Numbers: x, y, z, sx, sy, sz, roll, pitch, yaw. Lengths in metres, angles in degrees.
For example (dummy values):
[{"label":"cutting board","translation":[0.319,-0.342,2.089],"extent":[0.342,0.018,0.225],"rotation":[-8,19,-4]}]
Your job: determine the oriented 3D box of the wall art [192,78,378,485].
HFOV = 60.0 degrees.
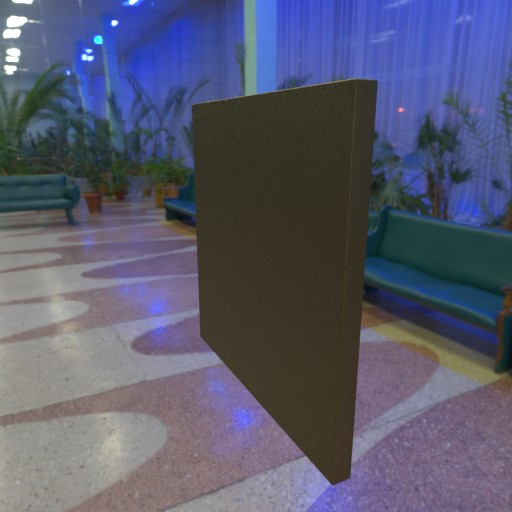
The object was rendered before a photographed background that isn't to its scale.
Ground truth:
[{"label":"wall art","translation":[0.000,0.000,0.742],"extent":[0.031,0.506,0.503],"rotation":[-8,17,-26]}]
